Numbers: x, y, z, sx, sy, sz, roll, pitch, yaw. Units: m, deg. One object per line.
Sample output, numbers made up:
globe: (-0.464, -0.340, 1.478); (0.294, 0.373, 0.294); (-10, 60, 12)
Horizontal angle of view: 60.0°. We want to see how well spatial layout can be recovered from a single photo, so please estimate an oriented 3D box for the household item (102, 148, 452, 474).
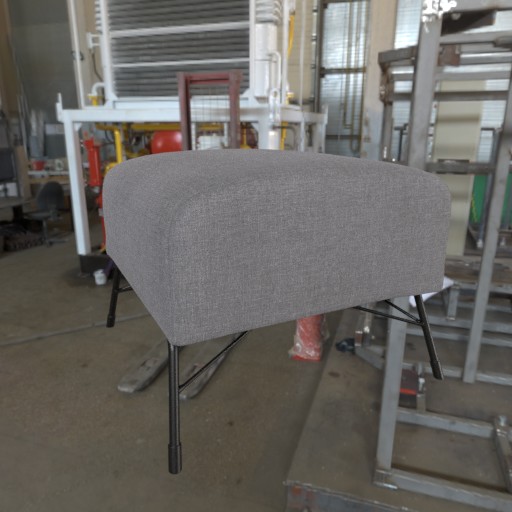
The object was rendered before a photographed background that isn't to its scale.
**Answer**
household item: (0.000, 0.000, 0.882); (0.530, 0.410, 0.530); (-8, 18, -26)
